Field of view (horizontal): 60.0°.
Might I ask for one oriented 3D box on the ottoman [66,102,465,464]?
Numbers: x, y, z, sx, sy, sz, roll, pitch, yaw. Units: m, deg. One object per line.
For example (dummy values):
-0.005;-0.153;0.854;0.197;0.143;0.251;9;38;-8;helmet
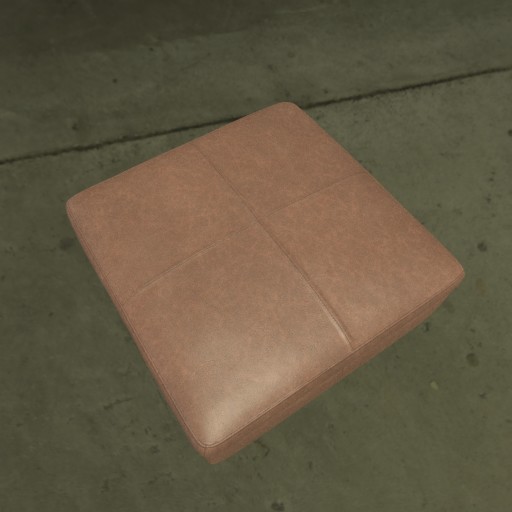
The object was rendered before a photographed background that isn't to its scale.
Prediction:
0.000;0.000;1.844;1.168;0.490;1.168;-29;63;-17;ottoman
